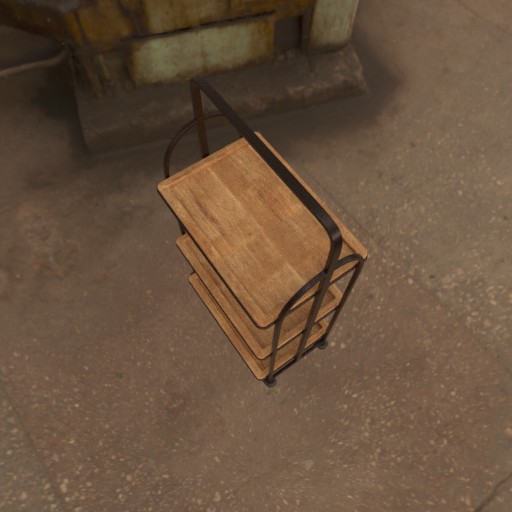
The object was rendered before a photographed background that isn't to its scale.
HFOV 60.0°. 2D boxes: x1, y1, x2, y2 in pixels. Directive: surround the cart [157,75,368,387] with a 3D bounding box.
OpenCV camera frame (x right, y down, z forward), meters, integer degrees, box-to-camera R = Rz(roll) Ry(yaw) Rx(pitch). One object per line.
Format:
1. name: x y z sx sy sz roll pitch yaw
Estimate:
1. cart: 0.000 0.000 1.296 0.327 1.001 0.553 -32 68 -15
